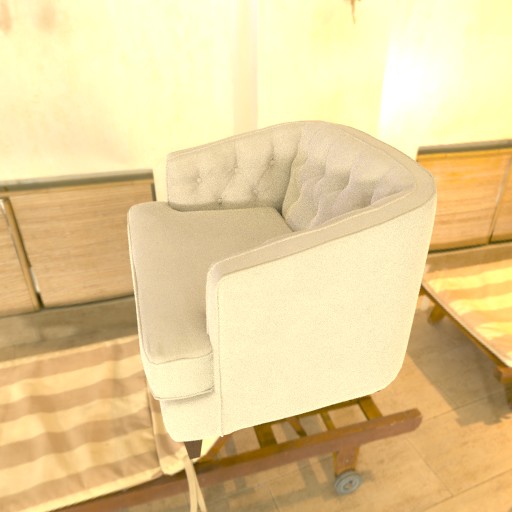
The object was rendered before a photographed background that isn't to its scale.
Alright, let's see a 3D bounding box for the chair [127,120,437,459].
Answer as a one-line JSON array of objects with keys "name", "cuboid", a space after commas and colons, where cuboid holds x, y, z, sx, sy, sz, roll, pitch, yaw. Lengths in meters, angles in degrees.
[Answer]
[{"name": "chair", "cuboid": [0.000, 0.000, 1.720, 0.941, 0.852, 1.104, -8, 31, -14]}]
